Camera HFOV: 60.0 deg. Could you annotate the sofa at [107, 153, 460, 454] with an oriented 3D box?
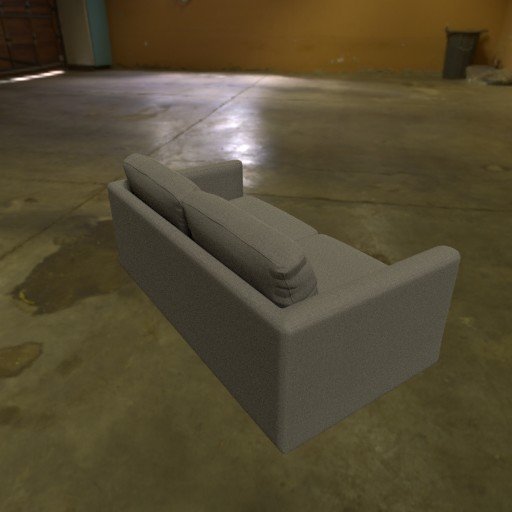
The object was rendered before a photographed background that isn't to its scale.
[{"bbox_3d":[0.000,0.000,2.273,0.940,0.866,1.713,-18,33,-30],"label":"sofa"}]
